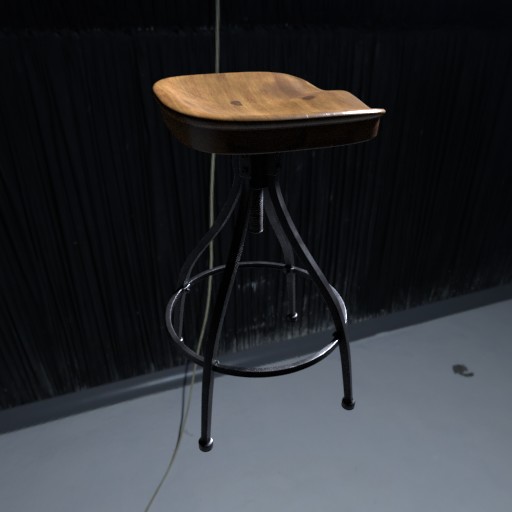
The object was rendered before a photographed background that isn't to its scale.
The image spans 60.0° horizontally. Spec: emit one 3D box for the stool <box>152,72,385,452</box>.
[{"bbox_3d":[0.000,0.000,0.970,0.424,0.694,0.432,-10,32,-16],"label":"stool"}]
